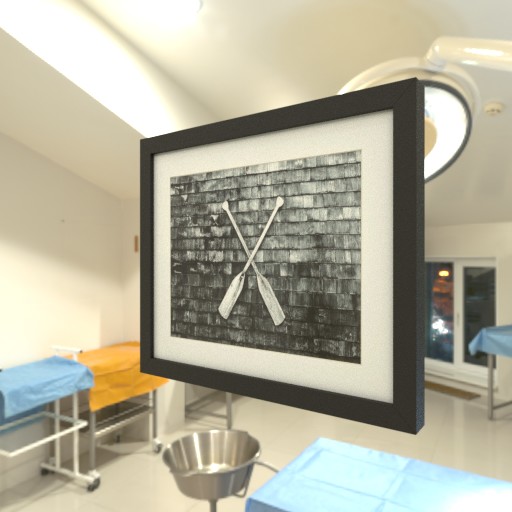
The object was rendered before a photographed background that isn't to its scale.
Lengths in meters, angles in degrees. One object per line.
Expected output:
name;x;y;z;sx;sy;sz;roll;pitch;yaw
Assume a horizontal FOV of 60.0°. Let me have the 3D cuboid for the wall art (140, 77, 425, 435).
wall art;0.000;0.000;0.530;0.381;0.330;0.029;0;0;35
